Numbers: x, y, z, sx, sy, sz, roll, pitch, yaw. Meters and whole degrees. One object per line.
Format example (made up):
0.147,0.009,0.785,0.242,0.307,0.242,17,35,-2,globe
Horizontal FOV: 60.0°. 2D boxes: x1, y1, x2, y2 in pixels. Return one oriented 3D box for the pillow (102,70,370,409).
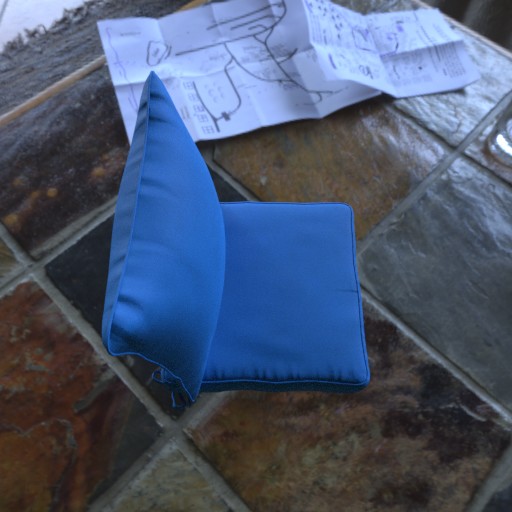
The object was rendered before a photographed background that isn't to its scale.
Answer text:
0.000,0.000,1.332,0.733,0.725,0.798,1,63,0,pillow
